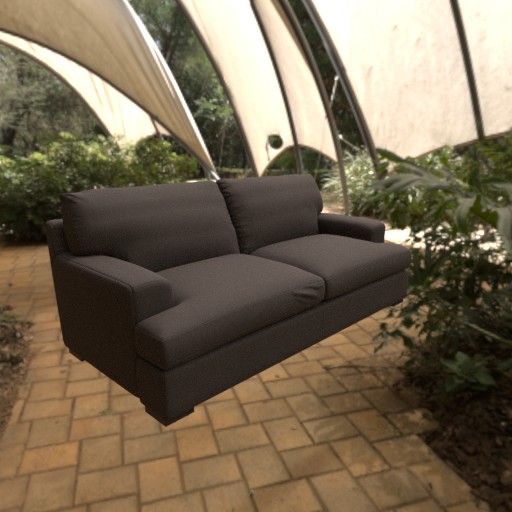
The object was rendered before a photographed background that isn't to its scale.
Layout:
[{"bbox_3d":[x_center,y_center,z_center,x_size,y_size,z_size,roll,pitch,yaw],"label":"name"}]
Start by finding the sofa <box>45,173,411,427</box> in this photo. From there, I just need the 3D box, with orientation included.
[{"bbox_3d":[0.000,0.000,2.893,1.140,0.950,2.271,13,19,43],"label":"sofa"}]
